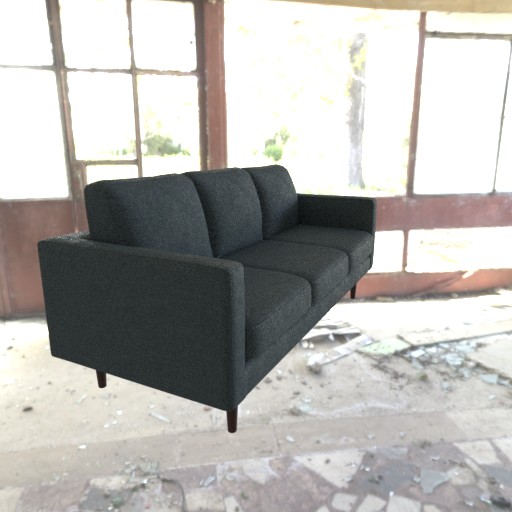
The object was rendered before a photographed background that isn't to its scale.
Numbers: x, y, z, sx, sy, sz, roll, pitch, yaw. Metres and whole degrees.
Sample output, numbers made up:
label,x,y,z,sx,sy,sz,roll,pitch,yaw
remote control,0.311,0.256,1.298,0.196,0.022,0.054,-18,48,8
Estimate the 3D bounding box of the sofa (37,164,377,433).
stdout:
label,x,y,z,sx,sy,sz,roll,pitch,yaw
sofa,0.000,0.000,2.484,0.935,0.945,2.013,7,16,27
